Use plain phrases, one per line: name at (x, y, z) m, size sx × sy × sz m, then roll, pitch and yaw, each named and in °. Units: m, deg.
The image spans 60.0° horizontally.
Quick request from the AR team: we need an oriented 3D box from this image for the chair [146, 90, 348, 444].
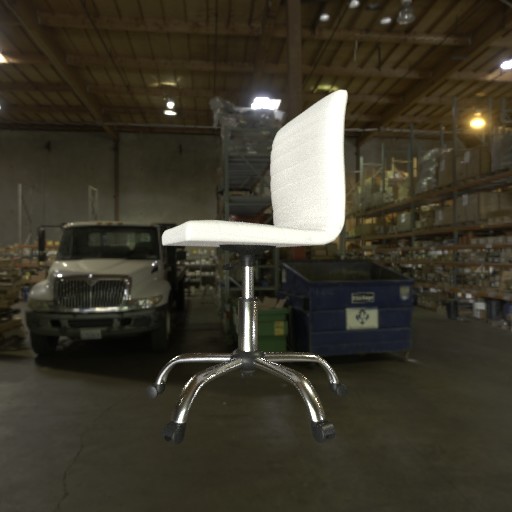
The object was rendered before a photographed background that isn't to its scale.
chair at (0.000, 0.000, 1.158) m, size 0.530 × 0.780 × 0.556 m, roll 0°, pitch 0°, yaw -19°
